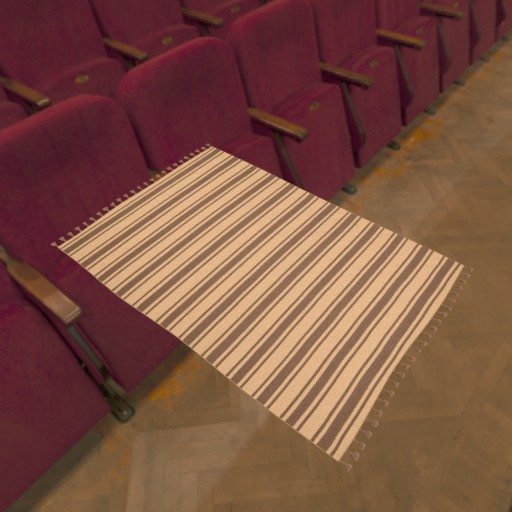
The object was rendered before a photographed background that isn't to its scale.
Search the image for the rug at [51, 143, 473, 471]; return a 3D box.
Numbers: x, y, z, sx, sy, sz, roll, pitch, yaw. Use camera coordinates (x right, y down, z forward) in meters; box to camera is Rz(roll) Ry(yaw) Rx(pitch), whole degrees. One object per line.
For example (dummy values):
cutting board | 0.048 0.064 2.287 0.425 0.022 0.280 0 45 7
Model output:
rug | 0.000 0.000 3.779 3.040 0.017 2.030 30 54 25
